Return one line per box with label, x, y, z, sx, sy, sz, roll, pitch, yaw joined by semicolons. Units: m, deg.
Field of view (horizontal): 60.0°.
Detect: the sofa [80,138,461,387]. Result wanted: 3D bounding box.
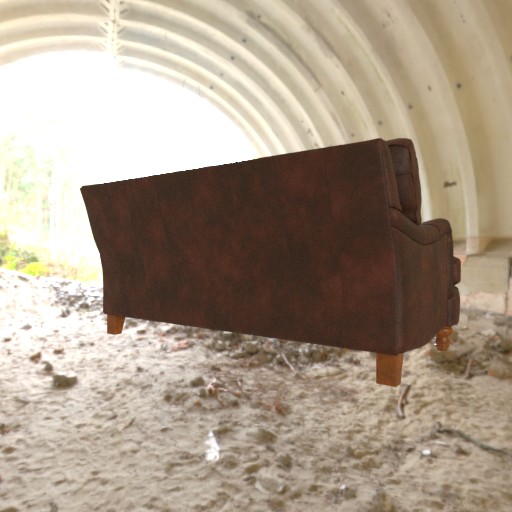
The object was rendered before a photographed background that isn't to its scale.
sofa;0.000;0.000;2.726;2.144;1.071;1.147;0;1;37
